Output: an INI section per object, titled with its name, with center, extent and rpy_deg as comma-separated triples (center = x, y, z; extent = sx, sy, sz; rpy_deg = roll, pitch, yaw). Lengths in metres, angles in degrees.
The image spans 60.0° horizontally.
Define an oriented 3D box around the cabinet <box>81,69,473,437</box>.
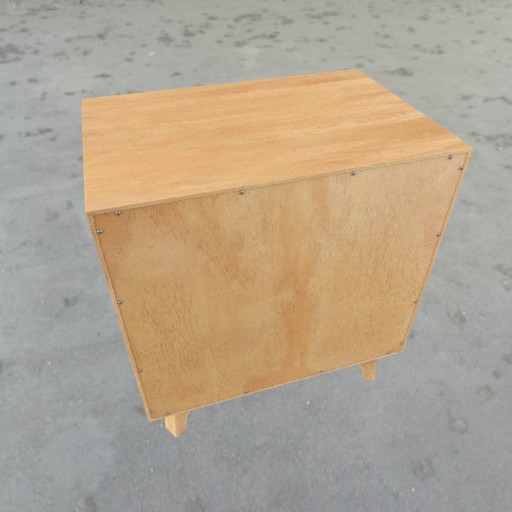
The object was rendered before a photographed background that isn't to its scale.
[cabinet]
center = 0.000, 0.000, 0.930
extent = 0.551, 0.599, 0.394
rpy_deg = -12, 42, -13
